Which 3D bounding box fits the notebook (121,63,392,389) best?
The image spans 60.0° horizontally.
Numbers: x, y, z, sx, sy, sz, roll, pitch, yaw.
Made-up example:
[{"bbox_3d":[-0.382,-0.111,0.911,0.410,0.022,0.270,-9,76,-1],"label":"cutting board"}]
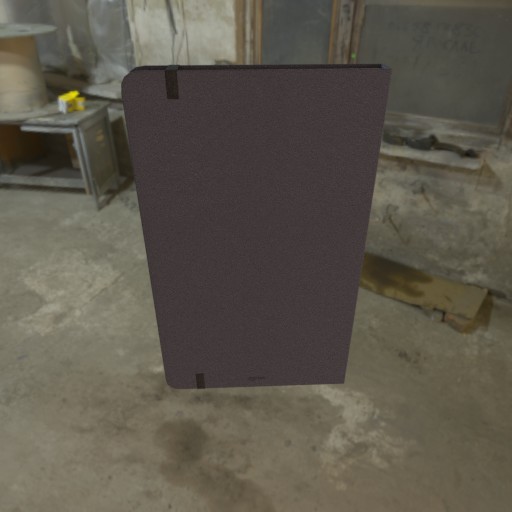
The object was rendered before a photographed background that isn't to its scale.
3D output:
[{"bbox_3d":[0.000,0.000,0.267,0.127,0.213,0.016,-1,32,-2],"label":"notebook"}]
